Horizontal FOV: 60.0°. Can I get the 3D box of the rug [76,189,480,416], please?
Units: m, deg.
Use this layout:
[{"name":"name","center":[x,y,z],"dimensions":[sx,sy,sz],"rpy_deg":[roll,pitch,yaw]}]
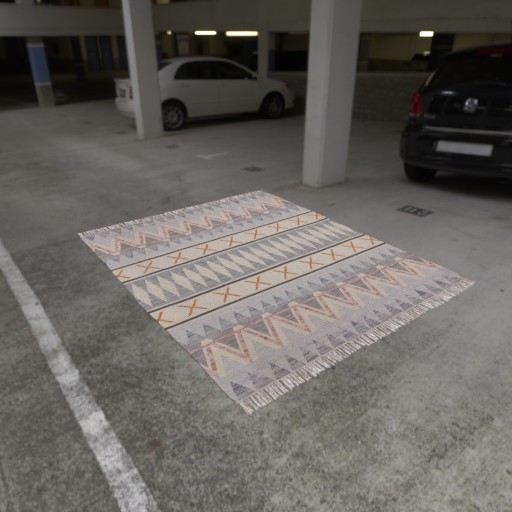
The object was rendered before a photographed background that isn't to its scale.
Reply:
[{"name":"rug","center":[0.000,0.000,4.063],"dimensions":[2.371,0.012,3.000],"rpy_deg":[-19,32,-32]}]
